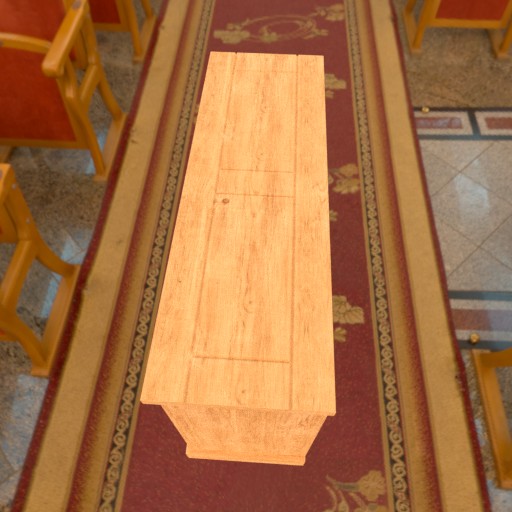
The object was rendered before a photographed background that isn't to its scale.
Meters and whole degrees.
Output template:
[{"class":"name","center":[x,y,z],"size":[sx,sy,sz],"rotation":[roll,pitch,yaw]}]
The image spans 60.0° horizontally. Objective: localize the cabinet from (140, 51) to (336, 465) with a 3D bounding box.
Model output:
[{"class":"cabinet","center":[0.000,0.000,1.673],"size":[0.432,0.810,1.321],"rotation":[3,57,2]}]
